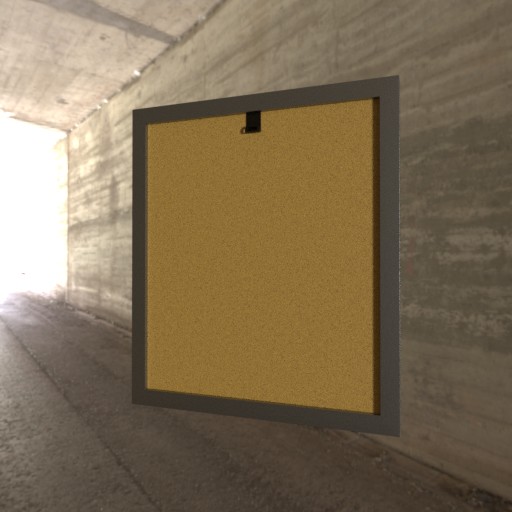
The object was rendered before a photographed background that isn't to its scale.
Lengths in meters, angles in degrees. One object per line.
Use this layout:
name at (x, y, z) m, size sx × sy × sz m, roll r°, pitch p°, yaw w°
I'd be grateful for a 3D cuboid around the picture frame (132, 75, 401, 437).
picture frame at (0.000, 0.000, 1.355) m, size 0.839 × 0.968 × 0.073 m, roll 0°, pitch -1°, yaw 19°
